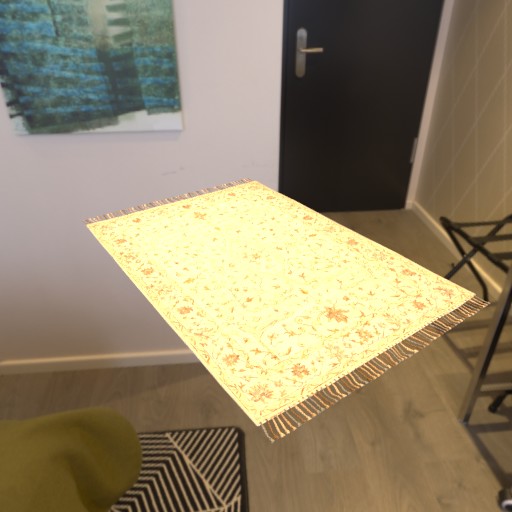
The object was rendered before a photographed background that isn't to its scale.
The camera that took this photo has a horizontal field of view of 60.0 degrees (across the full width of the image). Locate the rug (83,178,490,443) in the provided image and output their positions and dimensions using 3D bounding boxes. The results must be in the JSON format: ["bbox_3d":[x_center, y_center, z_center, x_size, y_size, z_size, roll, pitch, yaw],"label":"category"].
[{"bbox_3d":[0.000,0.000,2.284,1.218,0.017,1.861,-20,36,-30],"label":"rug"}]
